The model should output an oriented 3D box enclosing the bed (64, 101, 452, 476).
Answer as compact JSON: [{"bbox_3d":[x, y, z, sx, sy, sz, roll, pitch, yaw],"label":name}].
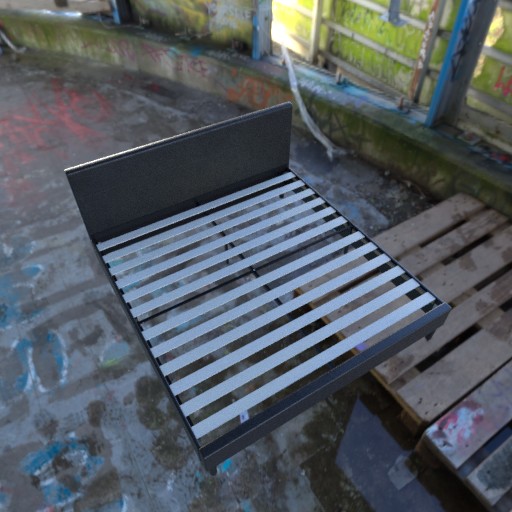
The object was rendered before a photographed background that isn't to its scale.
[{"bbox_3d":[0.000,0.000,3.376,2.018,1.046,2.152,-24,51,-21],"label":"bed"}]
